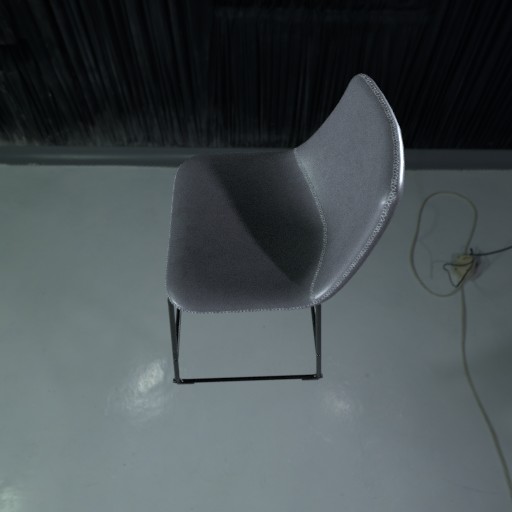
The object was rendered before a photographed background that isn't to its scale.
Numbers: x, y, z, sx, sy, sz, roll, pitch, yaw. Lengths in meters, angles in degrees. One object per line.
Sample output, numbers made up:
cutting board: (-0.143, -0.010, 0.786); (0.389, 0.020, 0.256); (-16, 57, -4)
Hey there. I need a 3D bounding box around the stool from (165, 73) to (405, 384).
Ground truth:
stool: (0.000, 0.000, 1.187); (0.546, 0.876, 0.470); (-2, 57, -1)
